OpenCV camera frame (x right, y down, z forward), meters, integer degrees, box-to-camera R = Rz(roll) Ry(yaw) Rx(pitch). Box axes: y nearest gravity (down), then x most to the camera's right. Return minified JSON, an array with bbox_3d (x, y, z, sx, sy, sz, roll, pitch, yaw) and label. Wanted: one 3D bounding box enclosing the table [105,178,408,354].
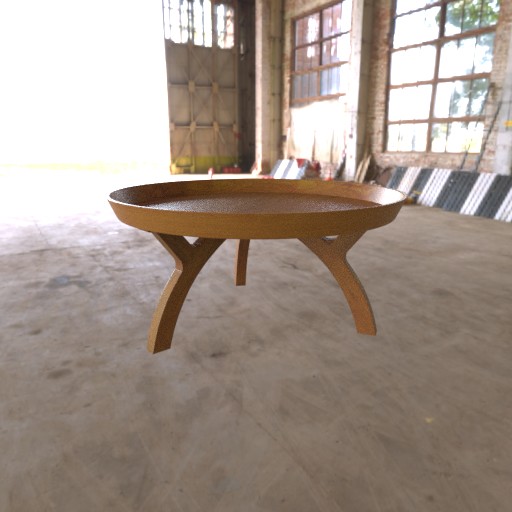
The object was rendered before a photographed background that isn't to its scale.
[{"bbox_3d":[0.000,0.000,1.594,1.016,0.470,1.016,0,15,0],"label":"table"}]
